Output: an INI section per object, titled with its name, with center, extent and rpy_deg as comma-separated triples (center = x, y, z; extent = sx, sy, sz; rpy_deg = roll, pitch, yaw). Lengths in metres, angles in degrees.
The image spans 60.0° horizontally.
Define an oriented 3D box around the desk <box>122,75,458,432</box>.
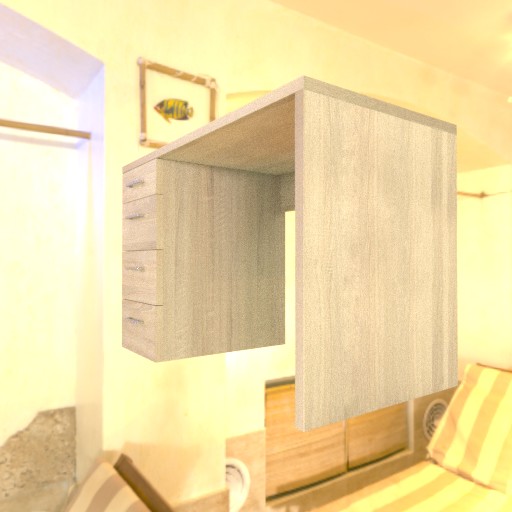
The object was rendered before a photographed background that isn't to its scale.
[desk]
center = 0.000, 0.000, 1.514
extent = 0.600, 0.731, 1.100
rpy_deg = 0, -1, -36
